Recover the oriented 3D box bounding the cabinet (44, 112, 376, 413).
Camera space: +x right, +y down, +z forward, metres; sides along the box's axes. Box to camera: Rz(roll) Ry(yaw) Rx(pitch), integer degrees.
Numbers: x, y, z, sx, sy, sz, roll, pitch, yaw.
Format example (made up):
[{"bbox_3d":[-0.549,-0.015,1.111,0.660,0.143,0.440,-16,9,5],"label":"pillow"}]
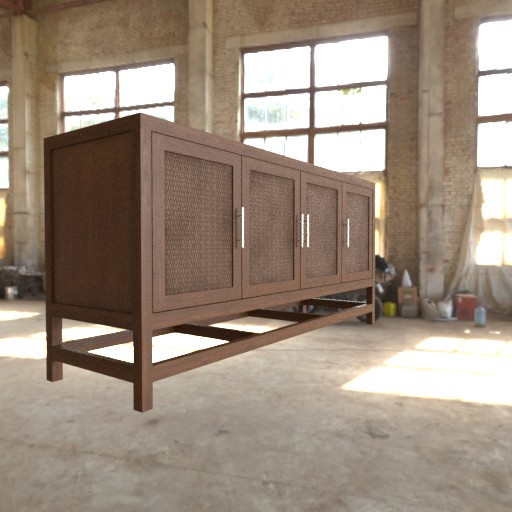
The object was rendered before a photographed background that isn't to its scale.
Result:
[{"bbox_3d":[0.000,0.000,2.035,0.522,0.820,1.708,1,2,36],"label":"cabinet"}]
